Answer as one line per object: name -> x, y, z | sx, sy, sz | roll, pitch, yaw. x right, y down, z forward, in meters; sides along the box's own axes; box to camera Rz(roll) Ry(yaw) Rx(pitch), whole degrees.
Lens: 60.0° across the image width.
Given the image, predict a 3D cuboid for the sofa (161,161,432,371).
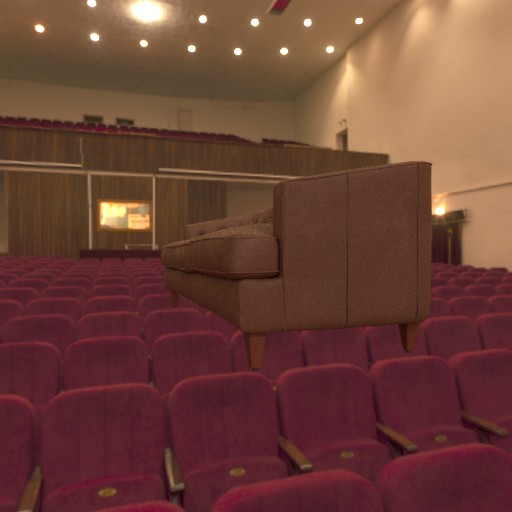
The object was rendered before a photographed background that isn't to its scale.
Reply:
sofa -> 0.000, 0.000, 2.588 | 0.927, 0.787, 2.227 | 0, 0, -18
